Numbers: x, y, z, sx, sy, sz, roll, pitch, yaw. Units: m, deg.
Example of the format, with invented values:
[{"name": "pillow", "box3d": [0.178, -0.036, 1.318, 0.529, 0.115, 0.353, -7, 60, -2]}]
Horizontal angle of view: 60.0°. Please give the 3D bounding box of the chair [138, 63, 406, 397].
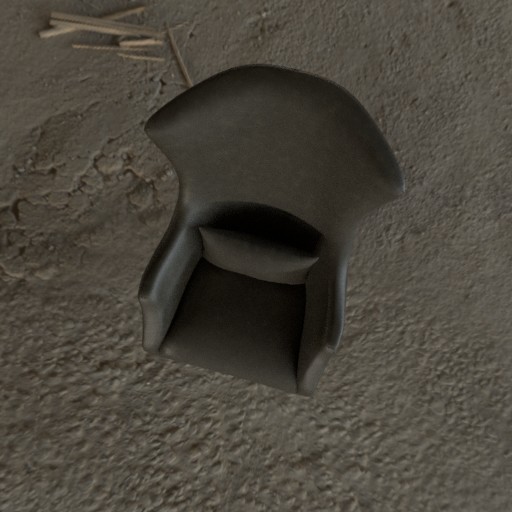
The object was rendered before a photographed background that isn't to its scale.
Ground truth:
[{"name": "chair", "box3d": [0.000, 0.000, 1.760, 0.819, 1.068, 0.954, 14, 76, 4]}]
